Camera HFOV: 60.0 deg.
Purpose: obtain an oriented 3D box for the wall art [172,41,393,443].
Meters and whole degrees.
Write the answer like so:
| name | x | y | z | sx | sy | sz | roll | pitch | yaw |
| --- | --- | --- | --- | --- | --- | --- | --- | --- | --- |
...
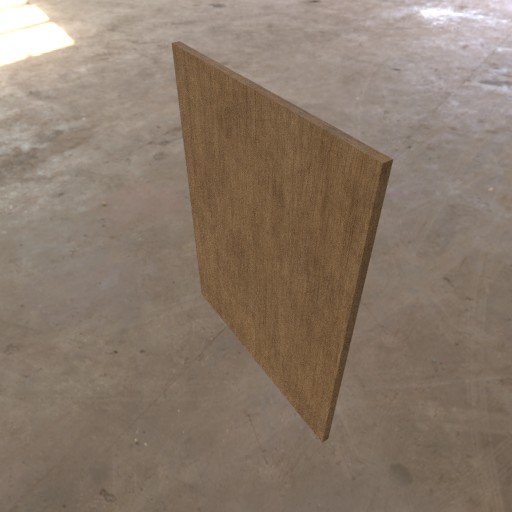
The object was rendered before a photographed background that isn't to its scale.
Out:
| name | x | y | z | sx | sy | sz | roll | pitch | yaw |
| --- | --- | --- | --- | --- | --- | --- | --- | --- | --- |
| wall art | 0.000 | 0.000 | 0.899 | 0.018 | 0.686 | 0.534 | -25 | 47 | -25 |
